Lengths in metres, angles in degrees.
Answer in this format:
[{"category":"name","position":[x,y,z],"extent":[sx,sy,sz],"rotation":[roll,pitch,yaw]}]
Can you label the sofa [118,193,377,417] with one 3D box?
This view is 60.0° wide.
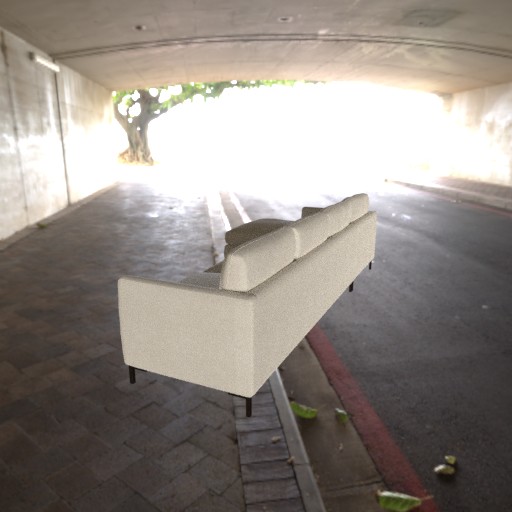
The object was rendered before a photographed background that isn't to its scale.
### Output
[{"category":"sofa","position":[0.000,0.000,3.849],"extent":[1.467,0.875,3.186],"rotation":[7,16,25]}]
